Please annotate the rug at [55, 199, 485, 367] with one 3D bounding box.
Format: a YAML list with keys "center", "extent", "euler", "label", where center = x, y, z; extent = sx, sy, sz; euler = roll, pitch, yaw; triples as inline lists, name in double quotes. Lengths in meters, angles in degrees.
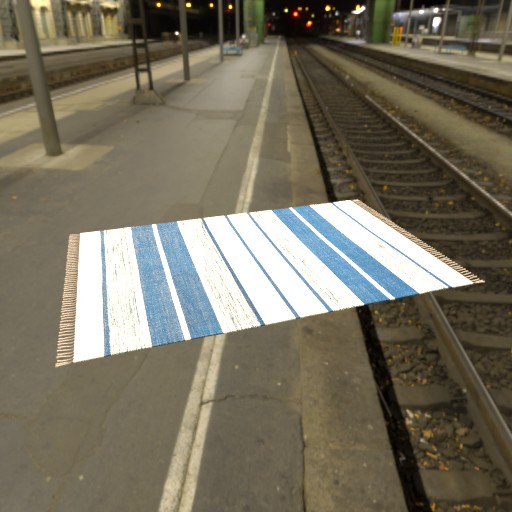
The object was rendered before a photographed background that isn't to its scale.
- center: [0.000, 0.000, 3.015]
  extent: [2.441, 0.010, 1.532]
  euler: [-9, 29, -16]
  label: "rug"
